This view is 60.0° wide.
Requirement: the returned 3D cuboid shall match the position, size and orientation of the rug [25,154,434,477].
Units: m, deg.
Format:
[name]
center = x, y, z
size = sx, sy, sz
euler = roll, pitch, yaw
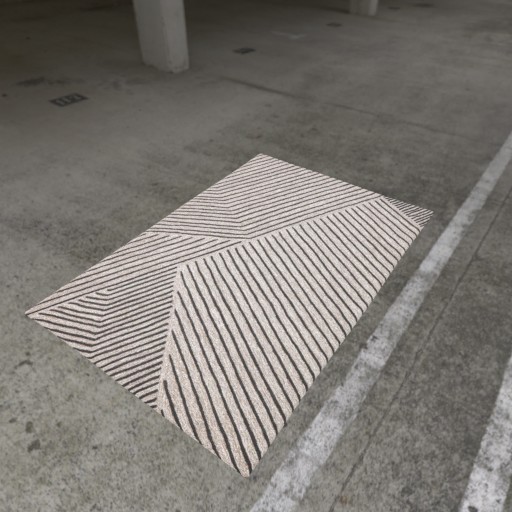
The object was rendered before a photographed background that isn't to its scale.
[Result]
[rug]
center = 0.000, 0.000, 2.275
size = 1.237, 0.019, 1.842
euler = 25, 46, 26
